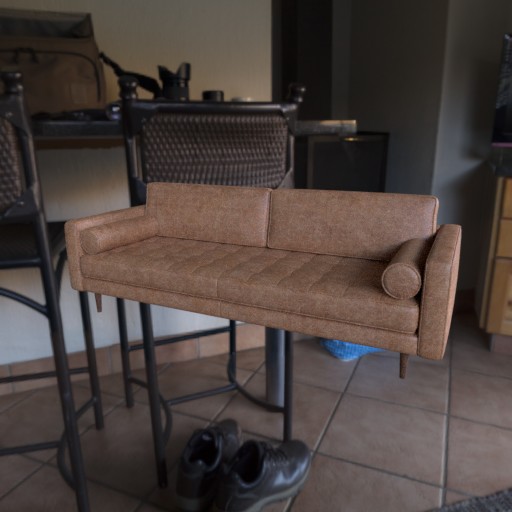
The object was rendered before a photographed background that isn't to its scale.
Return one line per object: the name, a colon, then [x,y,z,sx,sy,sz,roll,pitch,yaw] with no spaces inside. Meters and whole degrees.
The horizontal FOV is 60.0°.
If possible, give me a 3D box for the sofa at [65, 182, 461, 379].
sofa: [0.000,0.000,2.648,2.200,0.770,0.919,7,16,25]
